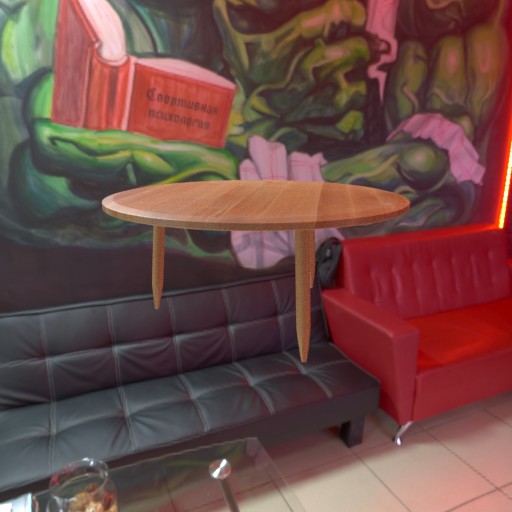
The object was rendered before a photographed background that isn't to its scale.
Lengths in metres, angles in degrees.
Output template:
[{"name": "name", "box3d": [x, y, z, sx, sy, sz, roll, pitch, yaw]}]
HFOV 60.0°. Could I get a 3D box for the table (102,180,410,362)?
[{"name": "table", "box3d": [0.000, 0.000, 1.415, 0.900, 0.400, 0.900, 0, 15, 0]}]
